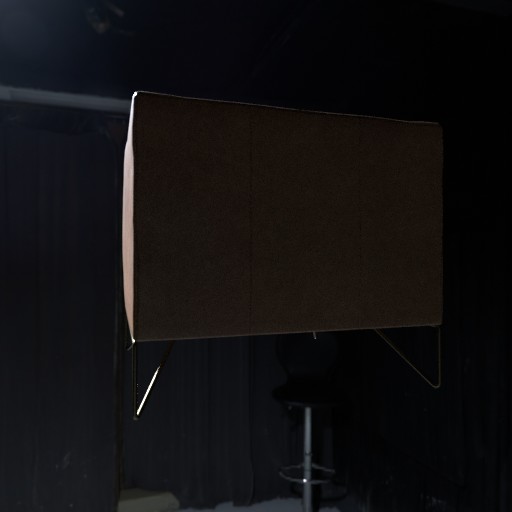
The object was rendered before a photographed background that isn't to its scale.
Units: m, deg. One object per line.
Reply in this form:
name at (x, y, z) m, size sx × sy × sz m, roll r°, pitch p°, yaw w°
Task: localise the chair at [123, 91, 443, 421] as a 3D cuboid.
chair at (0.000, 0.000, 1.607) m, size 0.920 × 0.797 × 0.912 m, roll 0°, pitch 0°, yaw -18°
